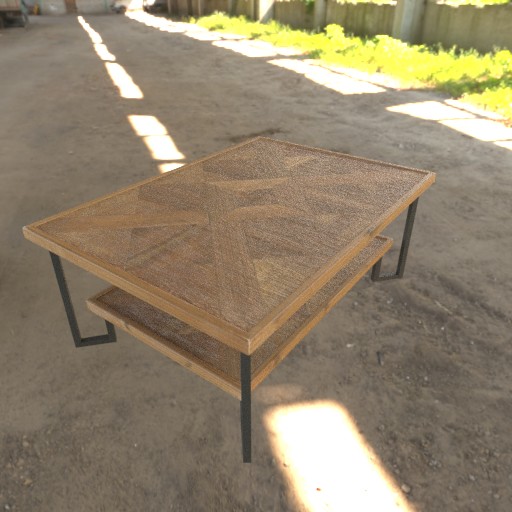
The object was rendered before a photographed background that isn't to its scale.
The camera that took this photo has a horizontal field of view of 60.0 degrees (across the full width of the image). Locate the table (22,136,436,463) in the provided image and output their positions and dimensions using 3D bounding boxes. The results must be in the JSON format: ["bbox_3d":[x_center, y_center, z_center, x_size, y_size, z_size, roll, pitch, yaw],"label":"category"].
[{"bbox_3d":[0.000,0.000,1.690,0.877,0.492,1.238,21,37,31],"label":"table"}]
